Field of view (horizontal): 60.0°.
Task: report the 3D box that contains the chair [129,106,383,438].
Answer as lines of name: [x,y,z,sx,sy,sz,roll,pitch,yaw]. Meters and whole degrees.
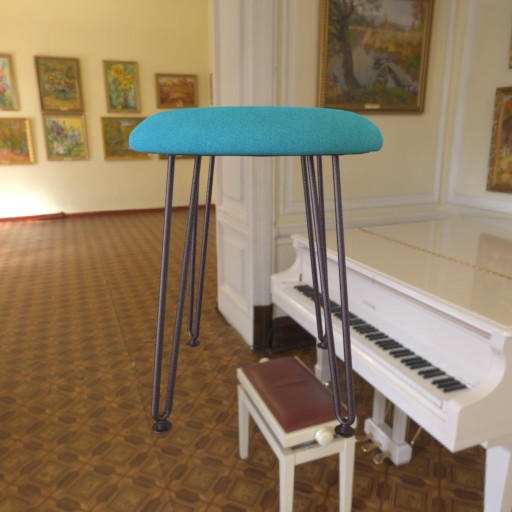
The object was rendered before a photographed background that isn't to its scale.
chair: [0.000,0.000,0.679,0.350,0.430,0.350,-3,16,-9]
